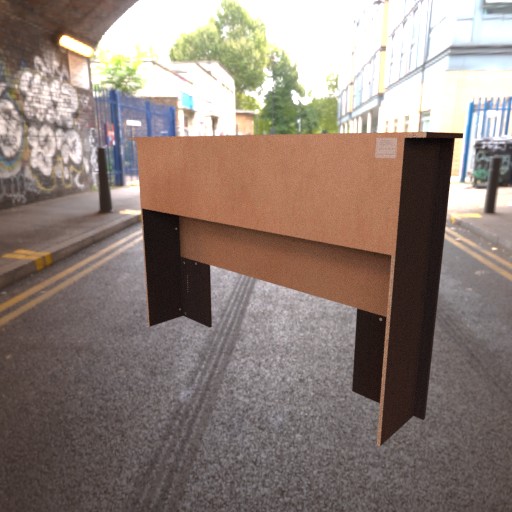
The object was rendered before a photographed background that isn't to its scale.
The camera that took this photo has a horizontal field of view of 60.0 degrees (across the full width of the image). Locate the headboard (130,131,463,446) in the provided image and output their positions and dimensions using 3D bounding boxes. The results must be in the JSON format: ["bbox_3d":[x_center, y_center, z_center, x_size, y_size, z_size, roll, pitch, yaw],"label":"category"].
[{"bbox_3d":[0.000,0.000,2.084,1.671,1.092,0.279,14,20,43],"label":"headboard"}]
